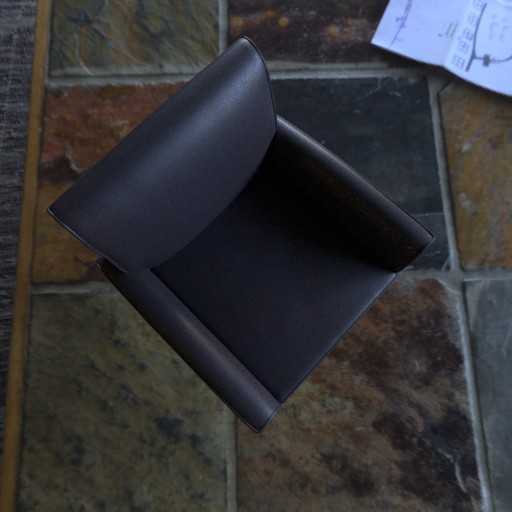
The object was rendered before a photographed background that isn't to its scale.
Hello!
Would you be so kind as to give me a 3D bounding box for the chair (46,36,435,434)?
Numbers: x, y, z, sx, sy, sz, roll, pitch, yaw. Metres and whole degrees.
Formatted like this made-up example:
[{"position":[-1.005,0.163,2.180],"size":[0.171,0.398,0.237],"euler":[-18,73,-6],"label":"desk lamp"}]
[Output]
[{"position":[0.000,0.000,1.559],"size":[0.819,0.916,0.820],"euler":[43,80,9],"label":"chair"}]
